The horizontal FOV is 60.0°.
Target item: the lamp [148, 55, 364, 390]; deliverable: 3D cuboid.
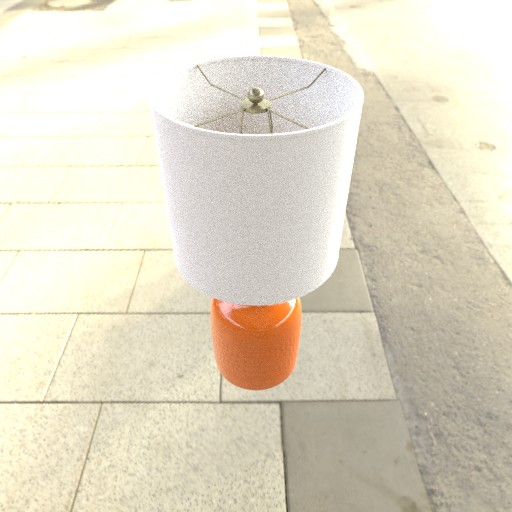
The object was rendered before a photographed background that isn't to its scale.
[{"bbox_3d":[0.000,0.000,1.156,0.418,0.871,0.418,-2,41,-2],"label":"lamp"}]
